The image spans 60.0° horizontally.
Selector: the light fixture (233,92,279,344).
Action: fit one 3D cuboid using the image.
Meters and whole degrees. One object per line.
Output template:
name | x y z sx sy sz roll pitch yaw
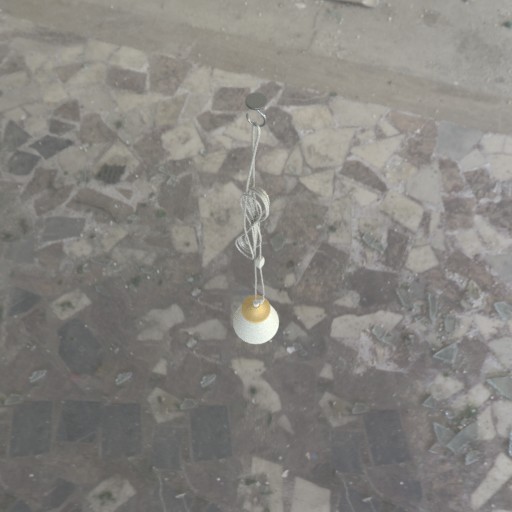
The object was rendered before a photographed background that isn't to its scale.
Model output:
light fixture | 0.000 0.000 1.058 0.153 0.966 0.153 -33 67 -16
